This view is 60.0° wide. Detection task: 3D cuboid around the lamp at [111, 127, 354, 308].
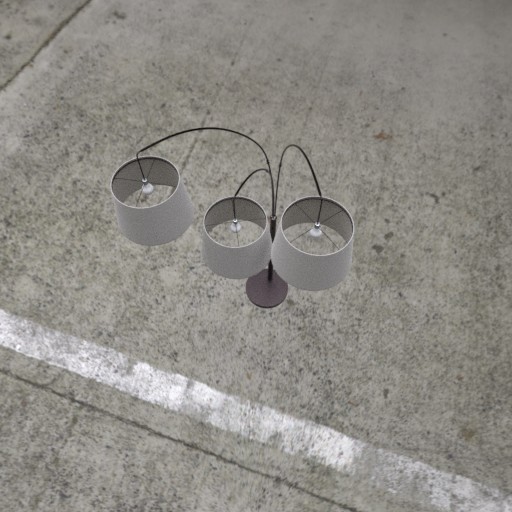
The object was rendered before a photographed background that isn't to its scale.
[{"bbox_3d":[0.000,0.000,2.432,0.951,1.950,0.924,16,60,10],"label":"lamp"}]
